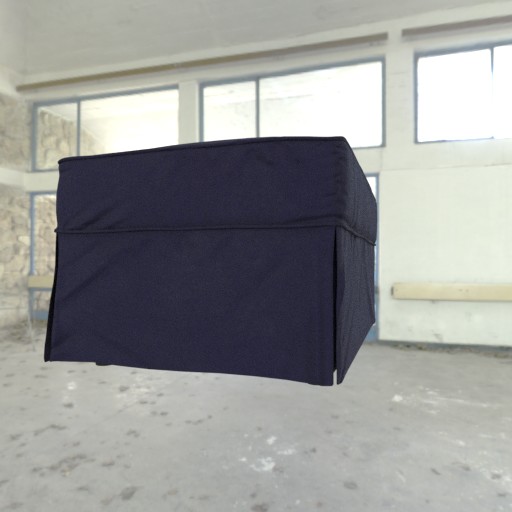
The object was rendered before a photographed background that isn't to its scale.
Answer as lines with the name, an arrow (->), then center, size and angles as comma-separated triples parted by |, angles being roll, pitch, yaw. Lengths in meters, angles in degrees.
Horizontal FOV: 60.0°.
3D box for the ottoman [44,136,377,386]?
ottoman -> 0.000, 0.000, 1.277 | 0.637, 0.503, 0.938 | 0, -1, 19
